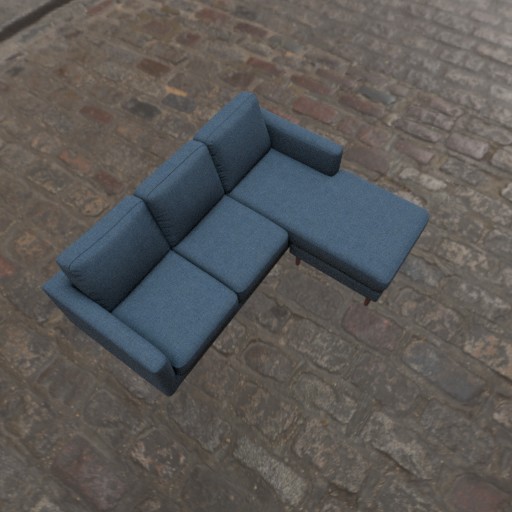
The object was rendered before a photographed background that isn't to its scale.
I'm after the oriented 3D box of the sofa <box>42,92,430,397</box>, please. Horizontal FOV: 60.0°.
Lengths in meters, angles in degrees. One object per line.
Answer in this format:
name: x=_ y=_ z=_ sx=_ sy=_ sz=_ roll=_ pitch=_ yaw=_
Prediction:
sofa: x=0.000 y=0.000 z=2.989 sx=1.667 sy=0.957 sz=2.055 roll=31 pitch=63 yaw=18
